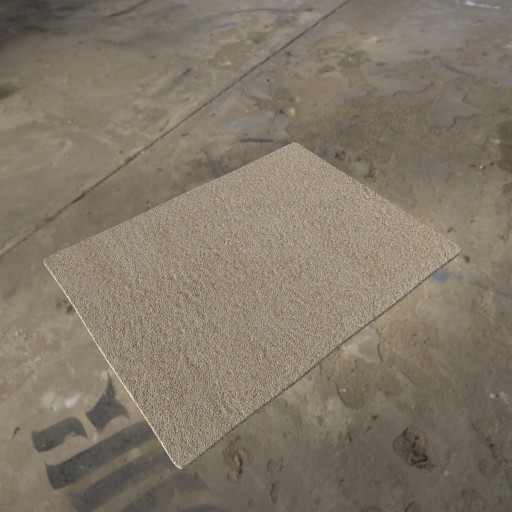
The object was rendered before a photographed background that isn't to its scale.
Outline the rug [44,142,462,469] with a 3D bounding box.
[{"bbox_3d":[0.000,0.000,2.102,1.600,0.027,1.200,-30,54,-25],"label":"rug"}]
